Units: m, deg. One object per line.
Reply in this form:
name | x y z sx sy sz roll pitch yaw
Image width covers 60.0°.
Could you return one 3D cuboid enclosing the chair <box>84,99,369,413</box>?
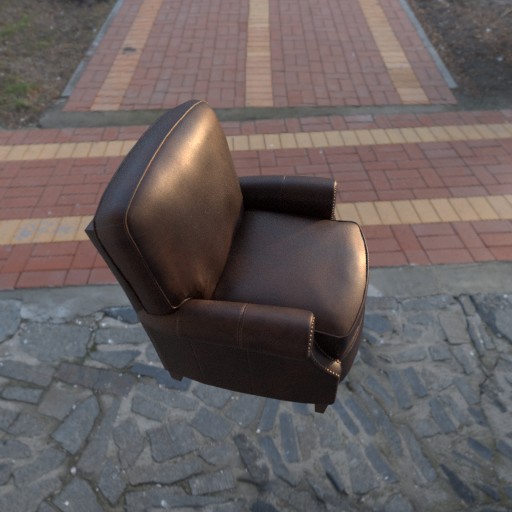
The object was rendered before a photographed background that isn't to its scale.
chair | 0.000 0.000 1.822 0.986 1.018 0.936 9 46 9
